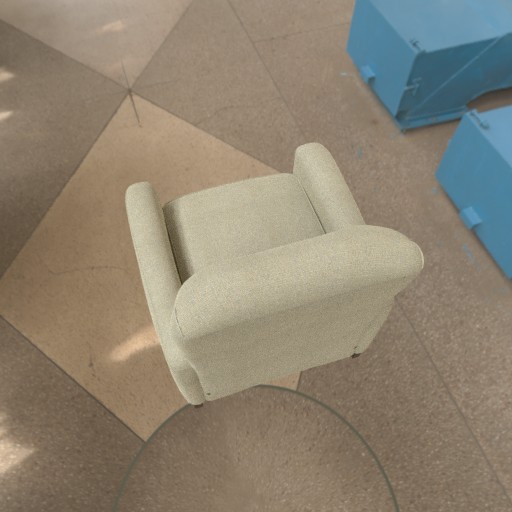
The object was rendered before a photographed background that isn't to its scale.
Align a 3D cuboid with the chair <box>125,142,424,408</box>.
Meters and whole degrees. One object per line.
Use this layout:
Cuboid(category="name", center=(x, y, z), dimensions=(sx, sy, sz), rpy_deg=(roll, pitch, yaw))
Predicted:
Cuboid(category="chair", center=(0.000, 0.000, 1.652), dimensions=(0.850, 1.006, 0.853), rpy_deg=(-15, 59, -9))
